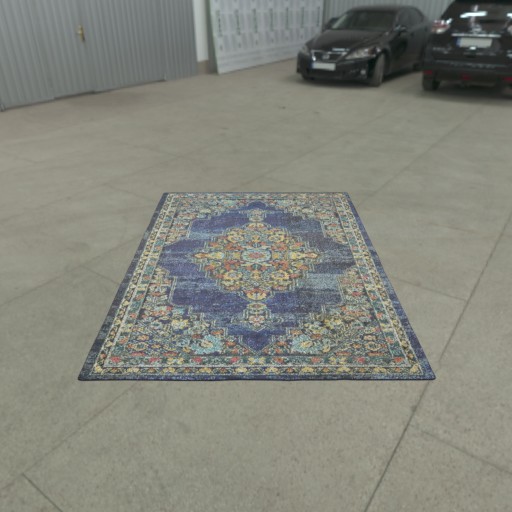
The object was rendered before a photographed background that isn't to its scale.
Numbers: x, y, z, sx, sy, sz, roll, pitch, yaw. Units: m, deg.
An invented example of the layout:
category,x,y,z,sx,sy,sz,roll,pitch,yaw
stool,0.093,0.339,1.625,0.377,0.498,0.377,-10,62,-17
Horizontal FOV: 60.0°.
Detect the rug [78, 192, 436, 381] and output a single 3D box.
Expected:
category,x,y,z,sx,sy,sz,roll,pitch,yaw
rug,0.000,0.000,2.956,1.630,0.009,2.232,0,30,0
